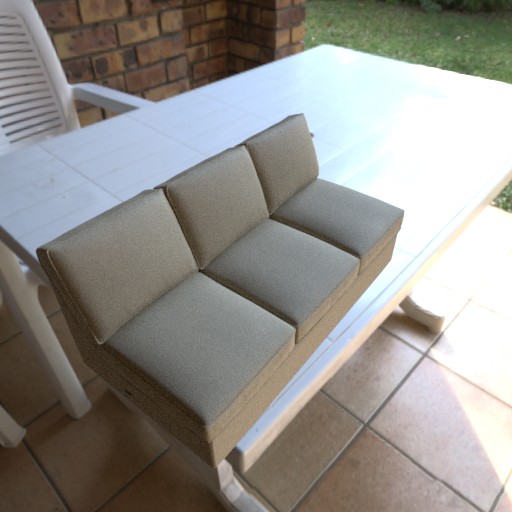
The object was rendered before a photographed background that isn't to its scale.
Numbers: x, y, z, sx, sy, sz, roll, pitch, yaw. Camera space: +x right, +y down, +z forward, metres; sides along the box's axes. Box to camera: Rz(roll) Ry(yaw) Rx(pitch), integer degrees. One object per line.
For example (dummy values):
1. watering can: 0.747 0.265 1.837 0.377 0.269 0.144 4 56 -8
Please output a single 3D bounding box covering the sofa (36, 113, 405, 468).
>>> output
1. sofa: 0.000 0.000 2.554 1.027 0.973 1.962 27 47 28
